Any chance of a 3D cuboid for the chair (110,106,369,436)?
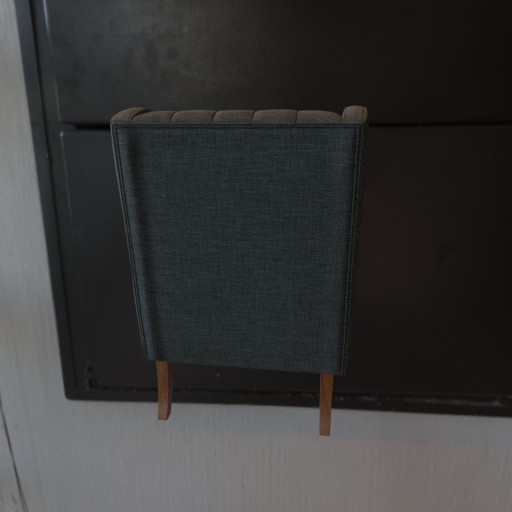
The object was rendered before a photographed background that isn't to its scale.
[{"bbox_3d":[0.000,0.000,1.525,0.711,0.953,0.775,2,16,8],"label":"chair"}]
